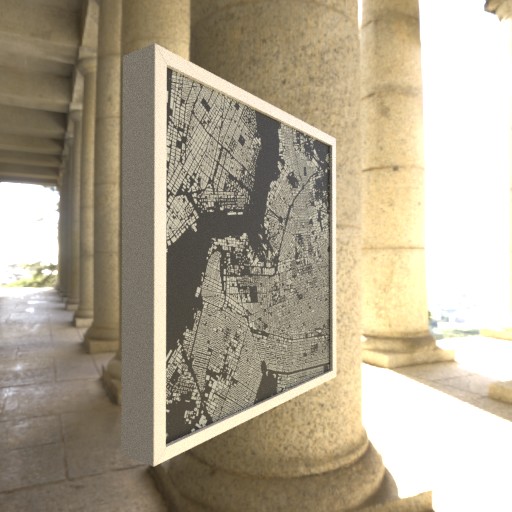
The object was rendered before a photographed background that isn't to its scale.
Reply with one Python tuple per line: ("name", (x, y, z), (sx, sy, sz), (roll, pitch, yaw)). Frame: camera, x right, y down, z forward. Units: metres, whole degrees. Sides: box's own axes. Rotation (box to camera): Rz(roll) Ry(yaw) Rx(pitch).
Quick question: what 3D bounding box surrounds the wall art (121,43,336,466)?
("wall art", (0.000, 0.000, 0.454), (0.037, 0.305, 0.305), (-1, -1, 35))
